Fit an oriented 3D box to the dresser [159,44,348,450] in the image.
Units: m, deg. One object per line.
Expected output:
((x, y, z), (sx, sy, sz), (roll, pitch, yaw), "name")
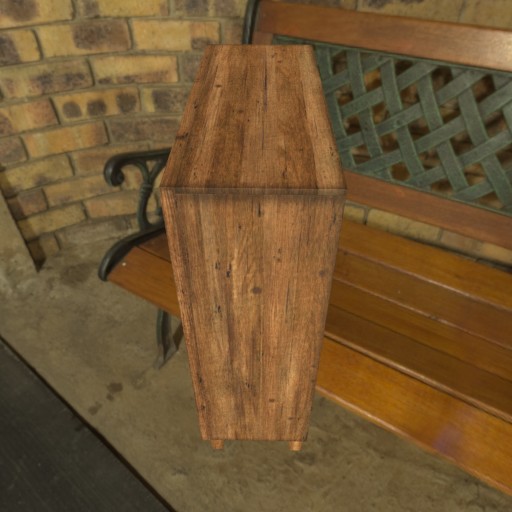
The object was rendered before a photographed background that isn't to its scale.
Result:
((0.000, 0.000, 1.859), (0.438, 1.359, 1.067), (1, 42, 1), "dresser")
